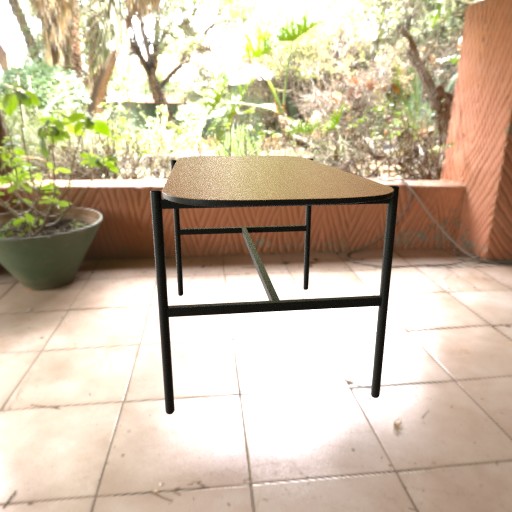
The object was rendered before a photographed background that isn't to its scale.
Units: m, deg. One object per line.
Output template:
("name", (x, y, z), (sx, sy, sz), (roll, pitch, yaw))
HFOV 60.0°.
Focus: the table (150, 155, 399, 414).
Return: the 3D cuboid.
("table", (0.000, 0.000, 1.032), (0.400, 0.400, 0.800), (-2, 17, -7))
